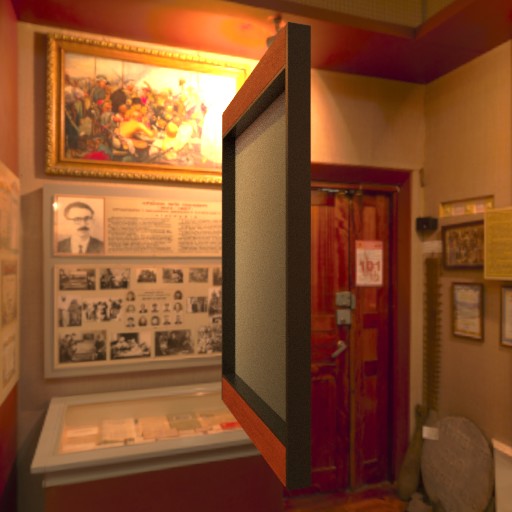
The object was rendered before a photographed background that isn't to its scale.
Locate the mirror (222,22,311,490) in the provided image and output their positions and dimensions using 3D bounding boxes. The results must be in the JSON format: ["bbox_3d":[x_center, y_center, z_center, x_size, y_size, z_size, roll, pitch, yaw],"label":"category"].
[{"bbox_3d":[0.000,0.000,1.034,0.047,0.823,0.525,0,0,-17],"label":"mirror"}]
